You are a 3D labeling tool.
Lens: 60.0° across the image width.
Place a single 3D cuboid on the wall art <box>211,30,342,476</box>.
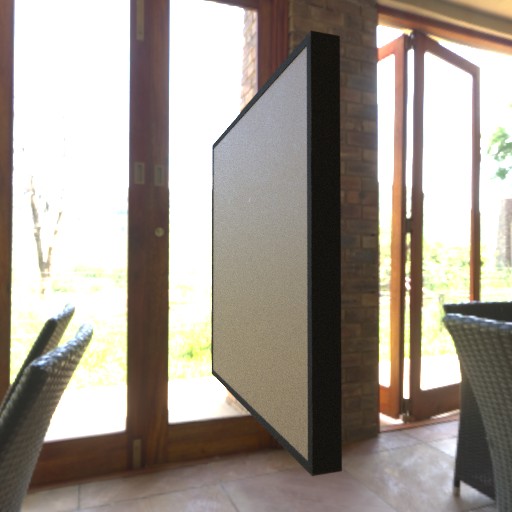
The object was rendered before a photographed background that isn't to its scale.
[{"bbox_3d":[0.000,0.000,0.751,0.038,0.508,0.508,0,-2,-19],"label":"wall art"}]
